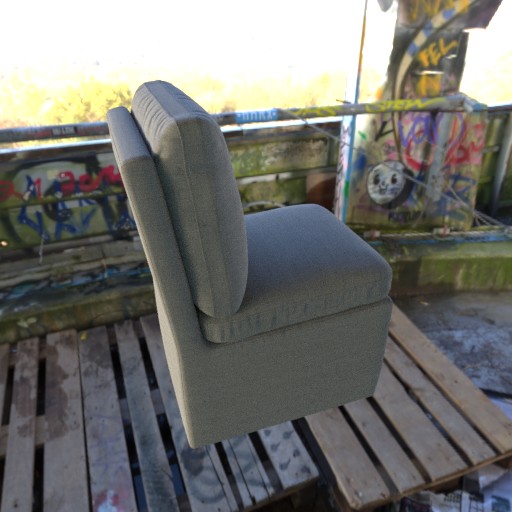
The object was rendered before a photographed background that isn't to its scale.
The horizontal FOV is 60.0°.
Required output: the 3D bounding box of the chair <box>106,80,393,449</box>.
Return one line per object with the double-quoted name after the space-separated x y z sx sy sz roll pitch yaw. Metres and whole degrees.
0.000 0.000 1.298 0.698 0.927 0.503 -10 32 -17 "chair"
